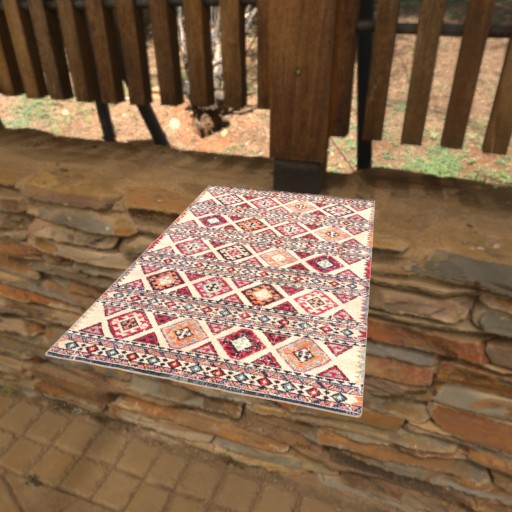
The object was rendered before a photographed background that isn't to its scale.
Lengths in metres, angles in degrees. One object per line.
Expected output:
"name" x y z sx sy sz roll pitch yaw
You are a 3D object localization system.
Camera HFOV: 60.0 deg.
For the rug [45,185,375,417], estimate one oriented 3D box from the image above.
"rug" 0.000 0.000 3.045 1.545 0.010 2.440 7 31 12
